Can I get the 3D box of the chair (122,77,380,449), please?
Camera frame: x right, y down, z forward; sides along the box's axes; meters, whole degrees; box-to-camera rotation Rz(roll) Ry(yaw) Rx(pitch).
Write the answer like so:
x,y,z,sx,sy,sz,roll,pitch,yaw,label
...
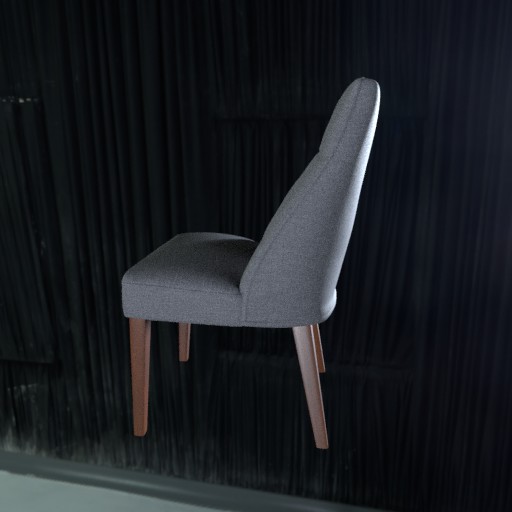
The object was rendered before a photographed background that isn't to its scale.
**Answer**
x,y,z,sx,sy,sz,roll,pitch,yaw,label
0.000,0.000,1.279,0.620,0.930,0.500,2,15,7,chair
